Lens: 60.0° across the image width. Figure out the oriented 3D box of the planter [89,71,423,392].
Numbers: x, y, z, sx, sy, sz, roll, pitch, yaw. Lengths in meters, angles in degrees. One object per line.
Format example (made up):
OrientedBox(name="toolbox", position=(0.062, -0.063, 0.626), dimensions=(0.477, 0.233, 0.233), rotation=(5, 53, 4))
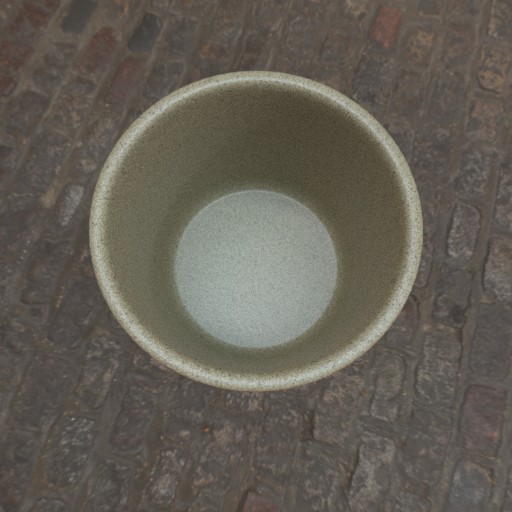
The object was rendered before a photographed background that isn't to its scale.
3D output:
OrientedBox(name="planter", position=(0.000, 0.000, 0.349), dimensions=(0.191, 0.200, 0.191), rotation=(0, 77, 0))
